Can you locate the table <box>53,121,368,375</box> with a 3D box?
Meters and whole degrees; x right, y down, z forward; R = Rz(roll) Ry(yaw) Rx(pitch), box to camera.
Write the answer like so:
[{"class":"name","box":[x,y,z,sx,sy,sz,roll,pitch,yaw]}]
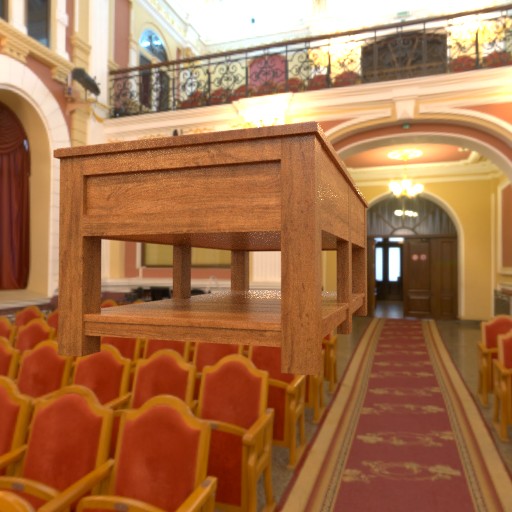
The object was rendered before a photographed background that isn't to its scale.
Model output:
[{"class":"table","box":[0.000,0.000,1.471,0.635,0.480,1.150,0,-1,19]}]
